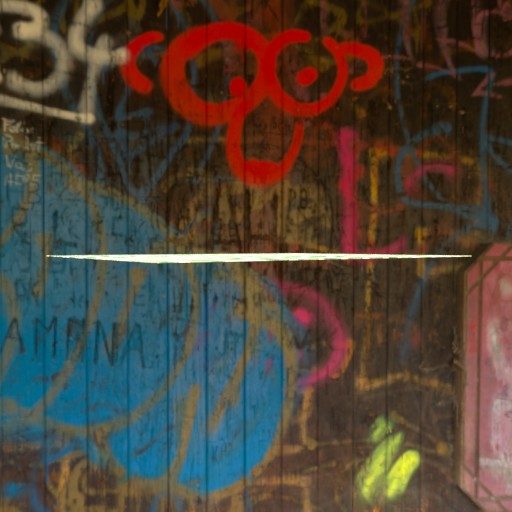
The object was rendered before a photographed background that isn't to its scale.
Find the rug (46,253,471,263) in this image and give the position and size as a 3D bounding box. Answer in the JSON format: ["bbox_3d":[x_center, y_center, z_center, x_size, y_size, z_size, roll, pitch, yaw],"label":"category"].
[{"bbox_3d":[0.000,0.000,4.056,3.045,0.007,2.436,-1,1,-37],"label":"rug"}]
